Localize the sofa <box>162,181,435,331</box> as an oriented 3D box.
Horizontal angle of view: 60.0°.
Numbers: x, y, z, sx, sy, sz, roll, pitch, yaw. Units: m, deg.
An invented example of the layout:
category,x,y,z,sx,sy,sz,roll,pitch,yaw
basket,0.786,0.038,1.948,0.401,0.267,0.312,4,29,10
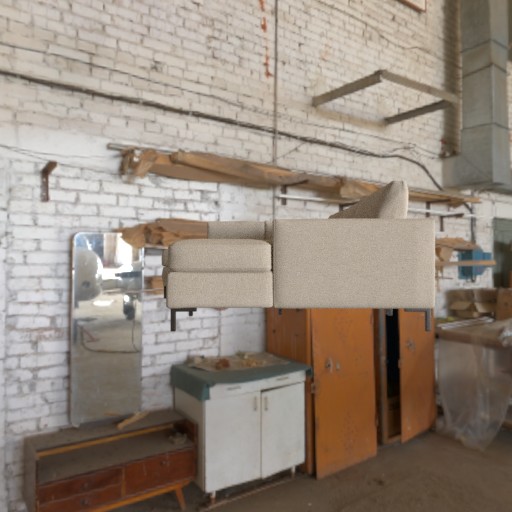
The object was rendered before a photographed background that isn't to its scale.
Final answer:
category,x,y,z,sx,sy,sz,roll,pitch,yaw
sofa,0.000,0.000,3.895,1.989,0.862,2.984,0,-1,0
